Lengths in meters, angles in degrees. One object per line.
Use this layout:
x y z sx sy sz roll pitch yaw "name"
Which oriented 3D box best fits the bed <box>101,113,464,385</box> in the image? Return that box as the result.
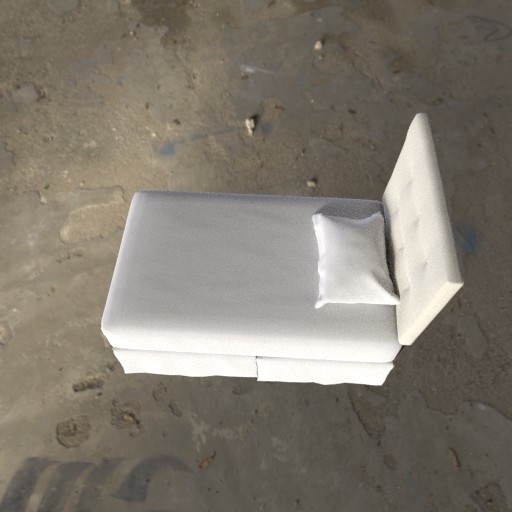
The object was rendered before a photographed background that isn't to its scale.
0.000 0.000 2.993 1.997 1.571 1.261 3 59 2 "bed"
